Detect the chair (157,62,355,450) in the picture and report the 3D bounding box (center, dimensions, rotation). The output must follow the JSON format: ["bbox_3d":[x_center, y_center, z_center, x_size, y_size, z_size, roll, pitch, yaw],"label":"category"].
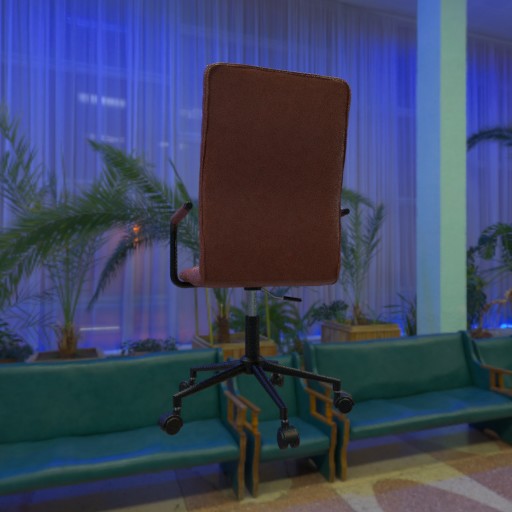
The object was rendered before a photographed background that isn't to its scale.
[{"bbox_3d":[0.000,0.000,1.372,0.608,0.979,0.580,0,0,-18],"label":"chair"}]
